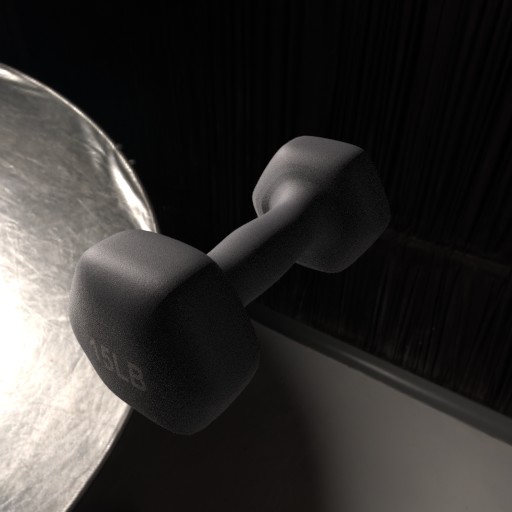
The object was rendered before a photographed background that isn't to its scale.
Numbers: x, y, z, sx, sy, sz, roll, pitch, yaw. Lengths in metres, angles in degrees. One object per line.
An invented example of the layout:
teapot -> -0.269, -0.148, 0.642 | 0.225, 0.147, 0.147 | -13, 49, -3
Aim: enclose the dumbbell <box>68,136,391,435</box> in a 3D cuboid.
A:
dumbbell -> 0.000, 0.000, 0.300 | 0.116, 0.105, 0.240 | 21, 38, 29
